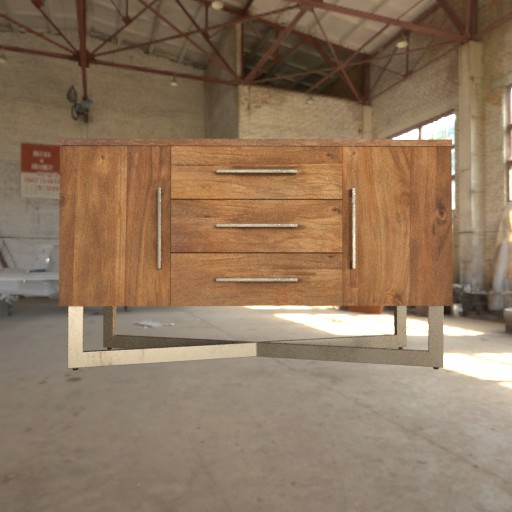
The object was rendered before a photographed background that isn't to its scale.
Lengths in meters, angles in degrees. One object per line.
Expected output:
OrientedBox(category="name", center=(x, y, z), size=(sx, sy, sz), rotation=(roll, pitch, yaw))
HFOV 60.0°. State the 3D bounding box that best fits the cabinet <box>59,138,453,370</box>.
OrientedBox(category="cabinet", center=(0.000, 0.000, 1.758), size=(1.373, 0.812, 0.480), rotation=(0, -1, -1))
